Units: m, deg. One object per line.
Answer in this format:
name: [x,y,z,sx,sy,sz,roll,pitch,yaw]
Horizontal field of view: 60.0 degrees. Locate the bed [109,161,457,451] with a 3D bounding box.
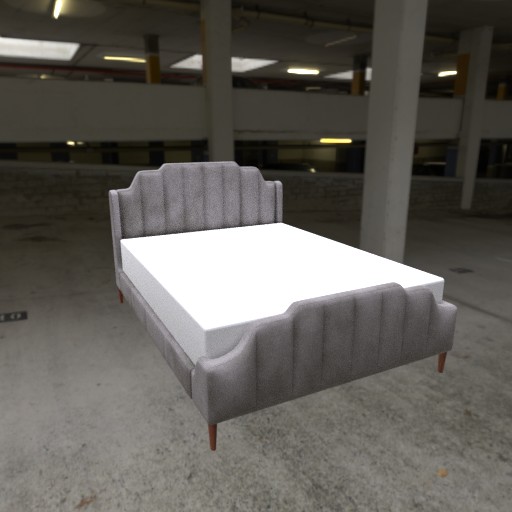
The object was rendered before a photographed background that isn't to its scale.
bed: [0.000,0.000,3.316,1.676,1.245,2.340,-8,17,-26]
